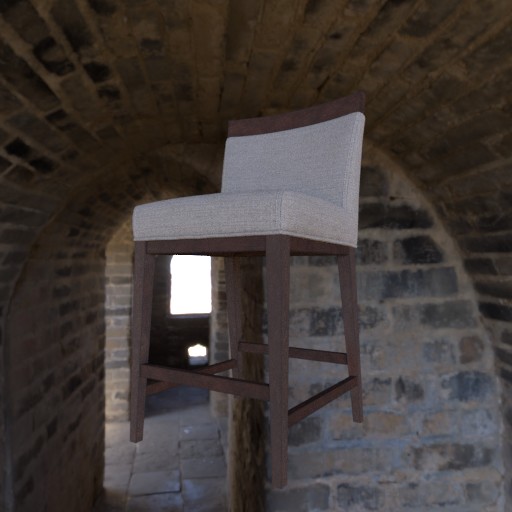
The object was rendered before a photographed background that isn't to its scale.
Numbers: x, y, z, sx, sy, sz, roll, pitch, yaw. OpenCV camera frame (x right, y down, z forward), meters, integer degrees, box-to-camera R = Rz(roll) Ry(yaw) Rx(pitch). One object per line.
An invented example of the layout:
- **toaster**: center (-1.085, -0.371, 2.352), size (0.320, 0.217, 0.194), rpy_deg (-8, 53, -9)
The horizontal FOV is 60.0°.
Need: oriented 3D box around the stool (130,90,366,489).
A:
- **stool**: center (0.000, 0.000, 1.299), size (0.512, 1.009, 0.531), rpy_deg (-1, -2, 33)
